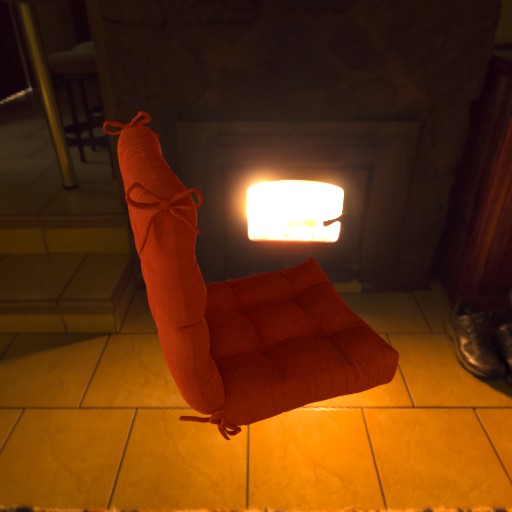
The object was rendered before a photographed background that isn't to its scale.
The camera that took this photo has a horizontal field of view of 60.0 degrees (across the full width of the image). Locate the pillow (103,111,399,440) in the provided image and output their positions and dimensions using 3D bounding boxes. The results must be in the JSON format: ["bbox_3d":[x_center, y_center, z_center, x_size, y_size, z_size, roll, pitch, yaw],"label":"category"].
[{"bbox_3d":[0.000,0.000,1.041,0.571,0.605,0.519,-10,32,-17],"label":"pillow"}]
